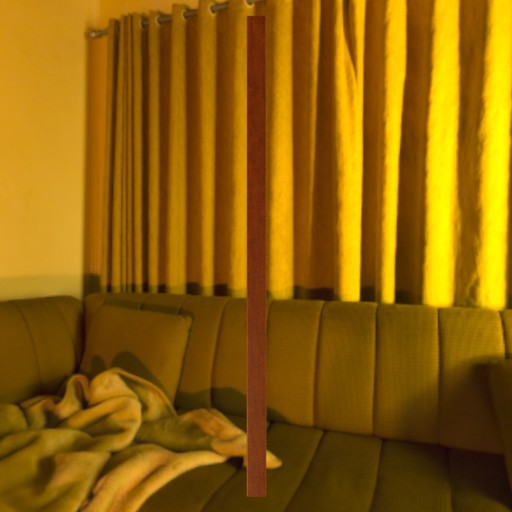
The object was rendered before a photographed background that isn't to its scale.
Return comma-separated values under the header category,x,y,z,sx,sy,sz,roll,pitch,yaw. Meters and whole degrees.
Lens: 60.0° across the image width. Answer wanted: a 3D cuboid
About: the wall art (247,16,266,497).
category,x,y,z,sx,sy,sz,roll,pitch,yaw
wall art,0.000,0.000,1.147,0.037,0.914,0.610,0,1,0
